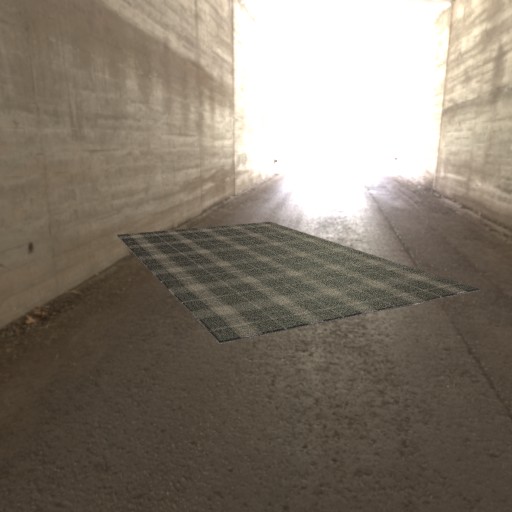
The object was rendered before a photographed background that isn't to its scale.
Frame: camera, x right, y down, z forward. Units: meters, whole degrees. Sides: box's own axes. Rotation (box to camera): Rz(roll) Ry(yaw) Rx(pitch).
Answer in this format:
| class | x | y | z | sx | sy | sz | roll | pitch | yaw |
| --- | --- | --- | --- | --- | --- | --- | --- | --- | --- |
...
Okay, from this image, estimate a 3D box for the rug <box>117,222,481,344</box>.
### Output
| class | x | y | z | sx | sy | sz | roll | pitch | yaw |
| --- | --- | --- | --- | --- | --- | --- | --- | --- | --- |
| rug | 0.000 | 0.000 | 3.125 | 1.520 | 0.015 | 2.434 | -7 | 16 | -25 |
